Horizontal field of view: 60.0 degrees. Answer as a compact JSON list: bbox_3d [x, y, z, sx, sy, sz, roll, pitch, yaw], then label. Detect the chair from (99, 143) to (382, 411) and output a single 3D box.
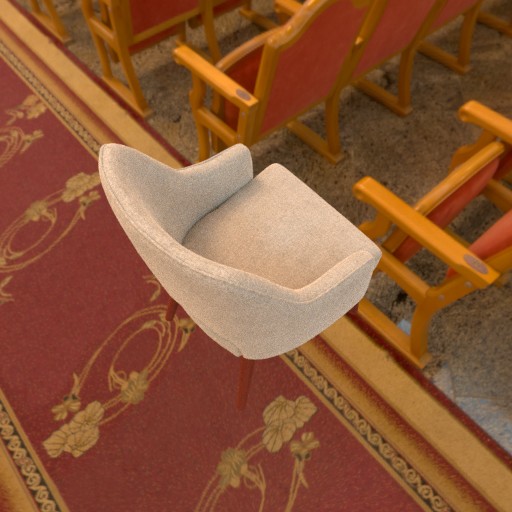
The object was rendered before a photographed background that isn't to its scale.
[{"bbox_3d":[0.000,0.000,1.233,0.605,0.849,0.548,-36,65,-20],"label":"chair"}]
